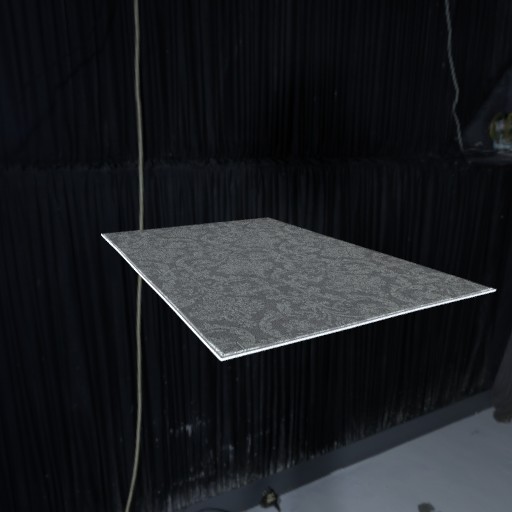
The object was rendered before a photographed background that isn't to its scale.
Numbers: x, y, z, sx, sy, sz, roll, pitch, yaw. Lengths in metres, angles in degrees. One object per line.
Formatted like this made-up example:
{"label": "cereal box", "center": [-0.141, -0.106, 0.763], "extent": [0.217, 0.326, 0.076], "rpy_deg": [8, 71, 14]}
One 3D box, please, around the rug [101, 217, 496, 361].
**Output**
{"label": "rug", "center": [0.000, 0.000, 3.421], "extent": [1.819, 0.018, 2.746], "rpy_deg": [-8, 17, -27]}
